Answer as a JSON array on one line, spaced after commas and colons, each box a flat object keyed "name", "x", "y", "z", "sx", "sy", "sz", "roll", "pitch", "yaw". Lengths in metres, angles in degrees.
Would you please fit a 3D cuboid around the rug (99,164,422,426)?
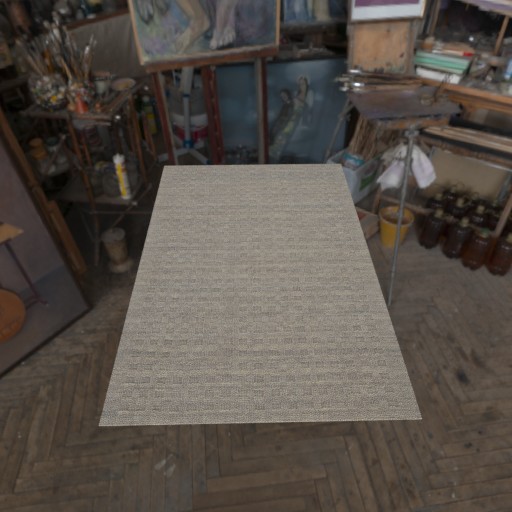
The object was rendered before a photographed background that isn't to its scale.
[{"name": "rug", "x": 0.000, "y": 0.000, "z": 2.216, "sx": 1.142, "sy": 0.006, "sz": 1.752, "roll": -1, "pitch": 42, "yaw": -1}]
